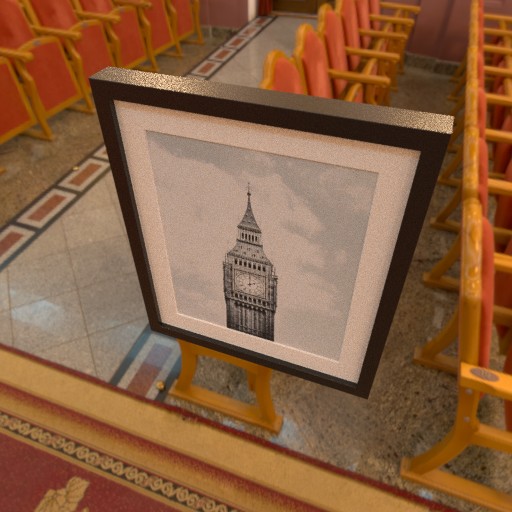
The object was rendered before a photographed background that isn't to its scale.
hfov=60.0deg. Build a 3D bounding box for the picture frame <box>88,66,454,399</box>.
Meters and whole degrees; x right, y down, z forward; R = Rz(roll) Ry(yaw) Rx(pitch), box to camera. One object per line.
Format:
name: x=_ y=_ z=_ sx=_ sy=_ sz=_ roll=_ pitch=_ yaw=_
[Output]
picture frame: x=0.000 y=0.000 z=0.515 sx=0.328 sy=0.378 sz=0.034 roll=14 pitch=44 yaw=15
